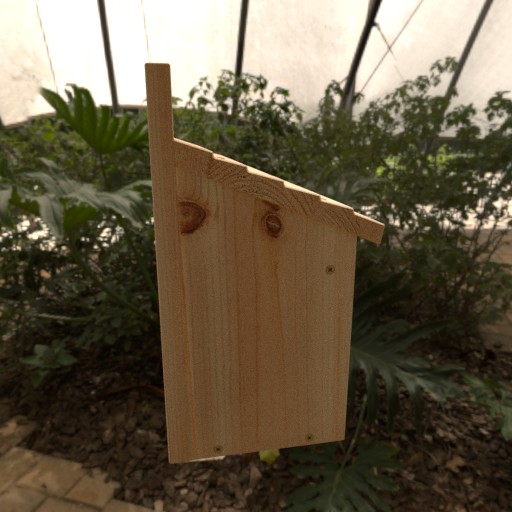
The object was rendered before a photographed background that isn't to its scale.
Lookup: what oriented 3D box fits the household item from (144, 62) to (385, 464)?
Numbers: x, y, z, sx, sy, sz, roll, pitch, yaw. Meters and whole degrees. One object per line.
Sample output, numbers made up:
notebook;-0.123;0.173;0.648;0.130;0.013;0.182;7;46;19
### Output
household item;0.000;0.000;0.402;0.171;0.300;0.149;-3;16;-10
